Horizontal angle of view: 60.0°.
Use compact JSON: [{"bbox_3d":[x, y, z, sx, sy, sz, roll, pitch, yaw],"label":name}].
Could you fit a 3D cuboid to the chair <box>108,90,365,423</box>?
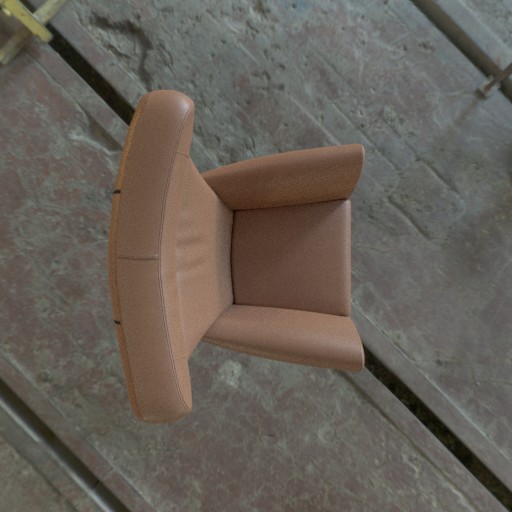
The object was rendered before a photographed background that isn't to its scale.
[{"bbox_3d":[0.000,0.000,1.759,0.900,1.050,0.980,0,90,1],"label":"chair"}]
